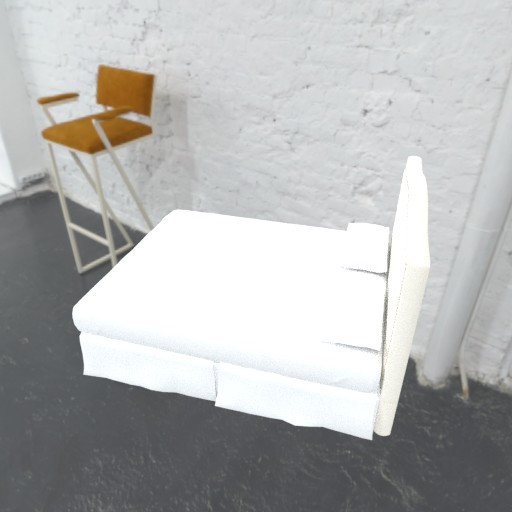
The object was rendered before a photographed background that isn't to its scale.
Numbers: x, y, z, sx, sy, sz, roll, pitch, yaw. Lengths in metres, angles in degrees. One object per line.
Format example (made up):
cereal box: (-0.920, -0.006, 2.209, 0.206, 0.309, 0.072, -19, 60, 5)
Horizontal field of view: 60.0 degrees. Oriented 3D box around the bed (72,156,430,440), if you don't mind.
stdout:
bed: (0.000, 0.000, 3.469, 2.282, 1.436, 1.821, 9, 32, 14)
